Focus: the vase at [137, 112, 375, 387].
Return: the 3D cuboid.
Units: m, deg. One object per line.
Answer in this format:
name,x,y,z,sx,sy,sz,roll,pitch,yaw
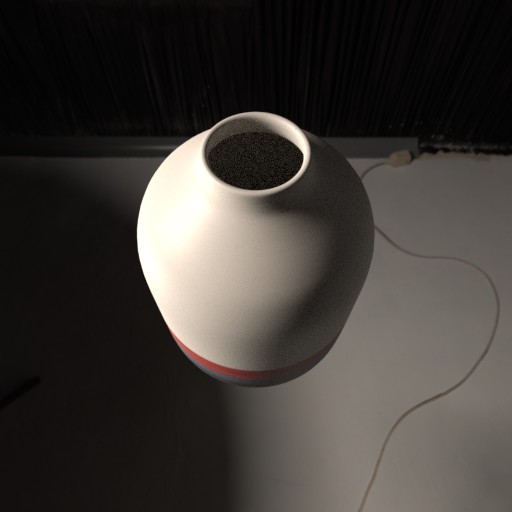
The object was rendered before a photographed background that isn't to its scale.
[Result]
vase,0.000,0.000,0.351,0.169,0.237,0.169,0,60,0
